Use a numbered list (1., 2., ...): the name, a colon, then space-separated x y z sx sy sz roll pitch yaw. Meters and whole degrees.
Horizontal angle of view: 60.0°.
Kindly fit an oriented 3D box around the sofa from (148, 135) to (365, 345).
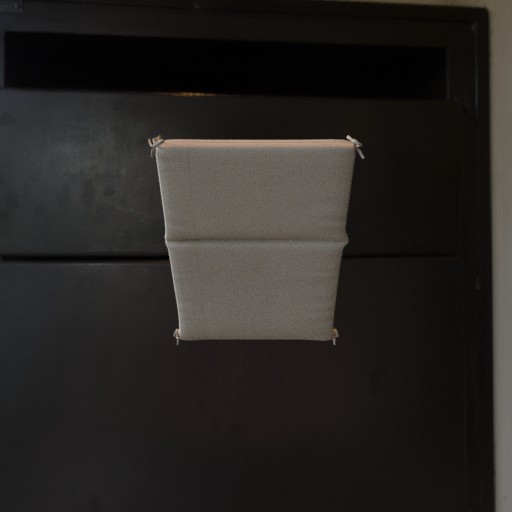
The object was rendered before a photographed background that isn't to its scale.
1. sofa: 0.000 0.000 1.934 0.582 0.622 1.663 0 -1 0
